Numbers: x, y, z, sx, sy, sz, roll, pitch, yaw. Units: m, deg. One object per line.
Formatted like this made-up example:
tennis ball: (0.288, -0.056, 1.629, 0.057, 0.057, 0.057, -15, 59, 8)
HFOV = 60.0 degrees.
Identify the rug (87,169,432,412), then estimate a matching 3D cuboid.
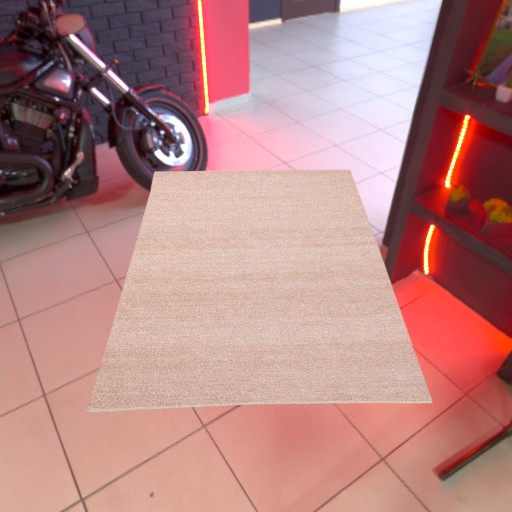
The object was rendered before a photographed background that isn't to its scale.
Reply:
rug: (0.000, 0.000, 4.297, 2.434, 0.045, 3.202, -1, 42, -1)
